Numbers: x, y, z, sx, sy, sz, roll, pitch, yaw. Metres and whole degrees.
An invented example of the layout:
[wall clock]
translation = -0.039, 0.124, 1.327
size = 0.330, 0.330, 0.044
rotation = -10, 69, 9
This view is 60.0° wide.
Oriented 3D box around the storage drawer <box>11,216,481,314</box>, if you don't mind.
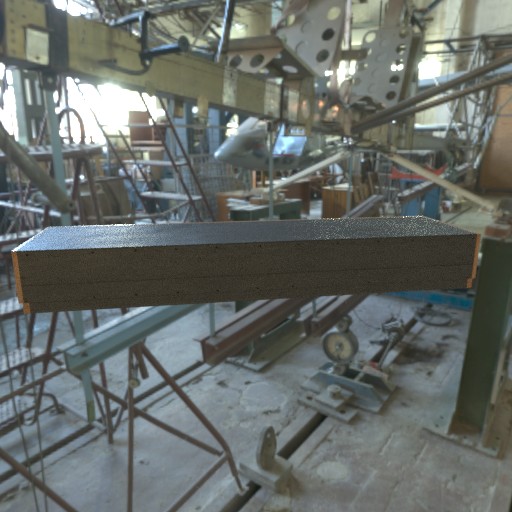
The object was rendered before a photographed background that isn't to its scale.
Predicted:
[storage drawer]
translation = 0.000, 0.000, 2.184
size = 2.032, 0.264, 0.538
rotation = -2, 15, -9
